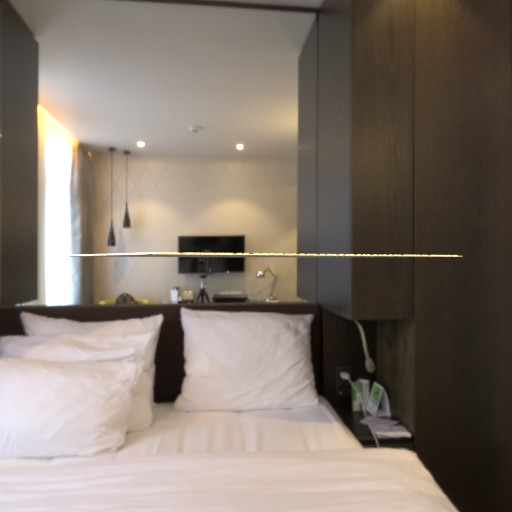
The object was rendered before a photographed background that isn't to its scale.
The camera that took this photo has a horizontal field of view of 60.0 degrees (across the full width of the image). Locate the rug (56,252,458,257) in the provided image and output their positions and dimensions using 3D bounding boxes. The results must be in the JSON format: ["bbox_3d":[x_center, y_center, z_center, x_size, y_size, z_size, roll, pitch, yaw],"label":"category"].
[{"bbox_3d":[0.000,0.000,2.065,1.556,0.006,1.146,0,-1,-37],"label":"rug"}]
